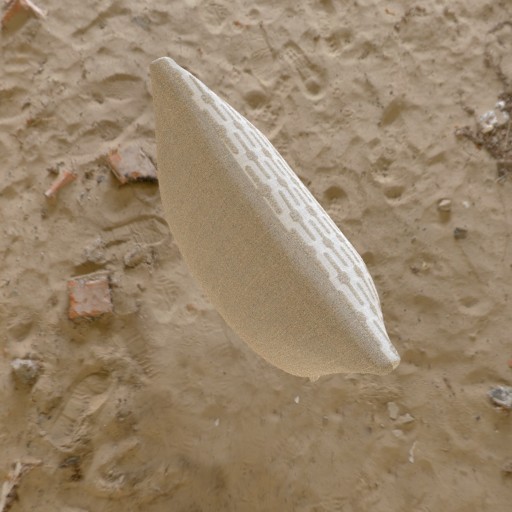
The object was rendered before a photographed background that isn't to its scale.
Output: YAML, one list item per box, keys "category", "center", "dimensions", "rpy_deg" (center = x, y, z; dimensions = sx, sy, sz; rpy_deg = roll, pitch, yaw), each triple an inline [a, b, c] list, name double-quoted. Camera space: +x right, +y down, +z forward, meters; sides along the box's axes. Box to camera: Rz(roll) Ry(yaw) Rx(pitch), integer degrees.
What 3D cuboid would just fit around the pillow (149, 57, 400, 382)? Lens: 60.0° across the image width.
- category: "pillow"
  center: [0.000, 0.000, 0.773]
  dimensions: [0.219, 0.491, 0.496]
  rpy_deg: [-34, 78, -9]
